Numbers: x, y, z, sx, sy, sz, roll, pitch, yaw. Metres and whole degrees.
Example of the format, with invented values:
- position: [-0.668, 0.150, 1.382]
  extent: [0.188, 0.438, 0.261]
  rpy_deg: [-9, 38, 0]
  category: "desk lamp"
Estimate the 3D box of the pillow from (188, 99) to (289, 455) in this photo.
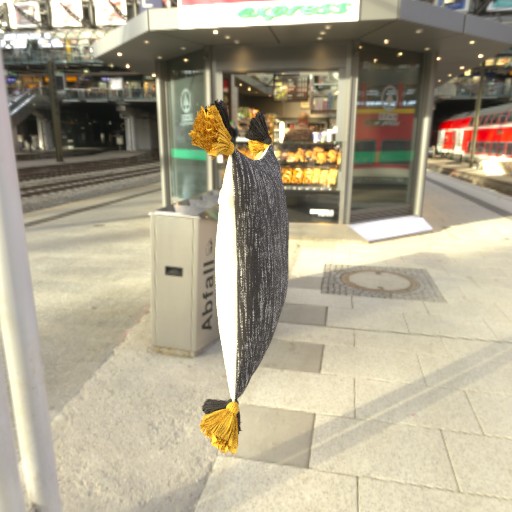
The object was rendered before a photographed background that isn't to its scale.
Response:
- position: [0.000, 0.000, 1.015]
  extent: [0.139, 0.659, 0.654]
  rpy_deg: [3, 15, 10]
  category: "pillow"
